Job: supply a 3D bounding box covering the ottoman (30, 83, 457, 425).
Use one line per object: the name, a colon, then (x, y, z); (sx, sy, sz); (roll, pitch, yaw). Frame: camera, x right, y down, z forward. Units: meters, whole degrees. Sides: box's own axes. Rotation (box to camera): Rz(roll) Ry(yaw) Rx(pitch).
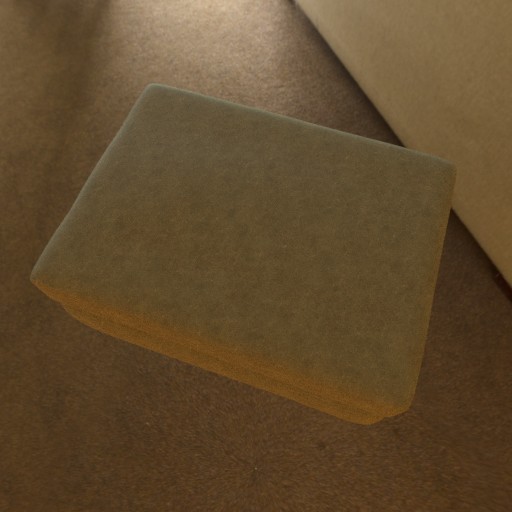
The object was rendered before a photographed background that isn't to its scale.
ottoman: (0.000, 0.000, 1.197); (0.839, 0.464, 0.639); (18, 66, 8)
